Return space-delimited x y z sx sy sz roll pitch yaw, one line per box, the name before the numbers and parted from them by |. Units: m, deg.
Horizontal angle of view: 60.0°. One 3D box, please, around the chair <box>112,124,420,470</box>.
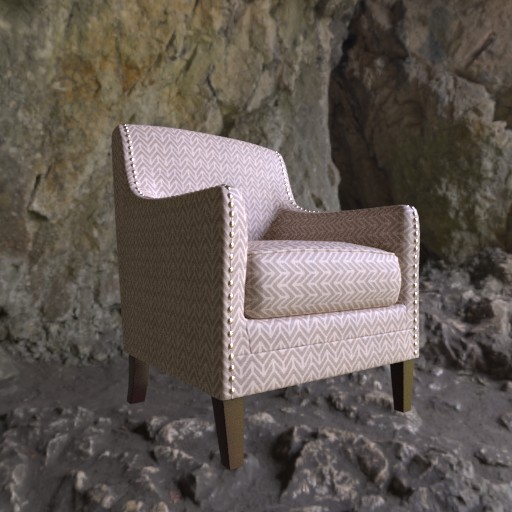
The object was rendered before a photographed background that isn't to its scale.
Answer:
chair | 0.000 0.000 1.256 0.623 0.816 0.651 0 0 -36
